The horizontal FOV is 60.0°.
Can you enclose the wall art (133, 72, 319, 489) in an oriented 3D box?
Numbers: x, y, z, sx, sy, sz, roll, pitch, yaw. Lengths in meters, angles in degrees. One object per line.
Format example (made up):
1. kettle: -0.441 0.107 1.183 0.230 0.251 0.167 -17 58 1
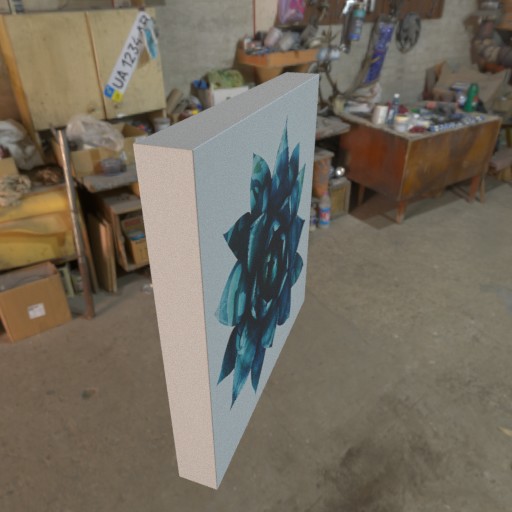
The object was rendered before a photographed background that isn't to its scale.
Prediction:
1. wall art: 0.000 0.000 0.445 0.038 0.305 0.305 10 32 17
